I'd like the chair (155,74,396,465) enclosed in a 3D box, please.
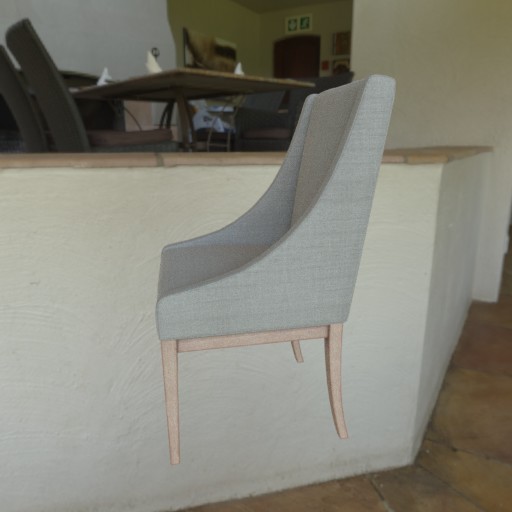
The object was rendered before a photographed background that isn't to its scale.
[{"bbox_3d":[0.000,0.000,1.398,0.611,1.021,0.575,-3,15,-10],"label":"chair"}]
